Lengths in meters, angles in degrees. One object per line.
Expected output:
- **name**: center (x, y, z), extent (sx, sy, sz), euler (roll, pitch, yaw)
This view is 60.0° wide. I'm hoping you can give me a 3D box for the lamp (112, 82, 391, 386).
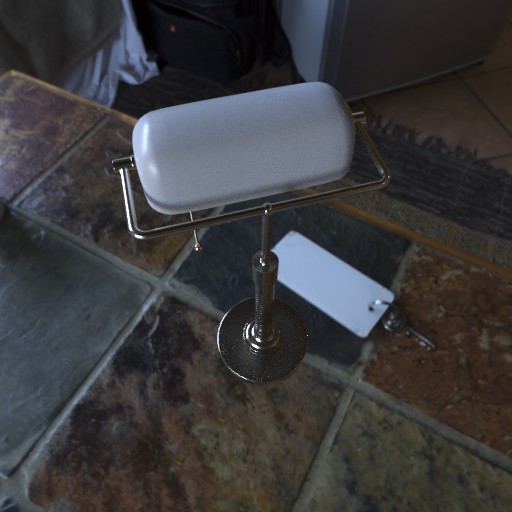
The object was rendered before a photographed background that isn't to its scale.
- **lamp**: center (0.000, 0.000, 0.569), extent (0.269, 0.404, 0.227), euler (-13, 59, -8)
